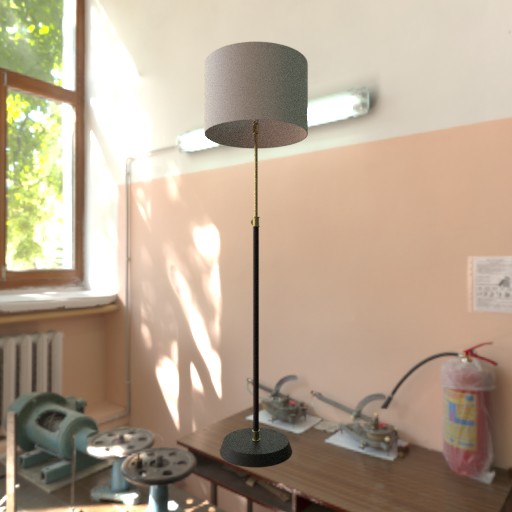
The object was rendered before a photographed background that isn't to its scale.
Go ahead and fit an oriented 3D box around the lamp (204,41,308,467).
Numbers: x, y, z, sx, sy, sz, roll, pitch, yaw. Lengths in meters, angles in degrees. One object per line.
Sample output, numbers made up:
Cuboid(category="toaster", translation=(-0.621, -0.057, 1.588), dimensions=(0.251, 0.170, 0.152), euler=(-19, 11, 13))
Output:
Cuboid(category="lamp", translation=(0.000, 0.000, 1.734), dimensions=(0.404, 1.517, 0.404), euler=(0, 0, -17))
